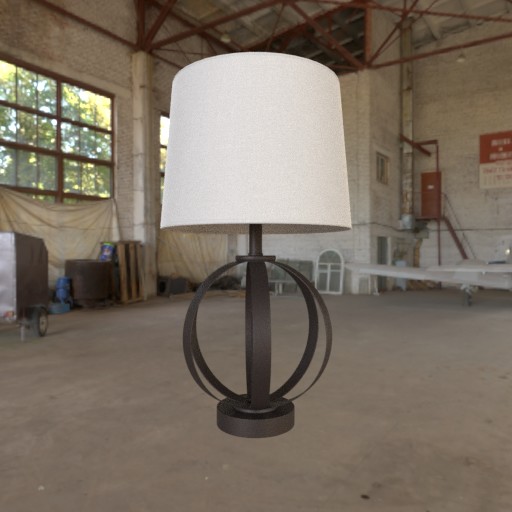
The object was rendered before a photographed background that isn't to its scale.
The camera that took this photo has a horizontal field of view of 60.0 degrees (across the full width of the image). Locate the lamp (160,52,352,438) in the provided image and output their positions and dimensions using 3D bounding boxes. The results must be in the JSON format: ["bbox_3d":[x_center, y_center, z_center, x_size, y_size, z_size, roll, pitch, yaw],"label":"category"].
[{"bbox_3d":[0.000,0.000,0.680,0.286,0.510,0.286,0,0,0],"label":"lamp"}]
